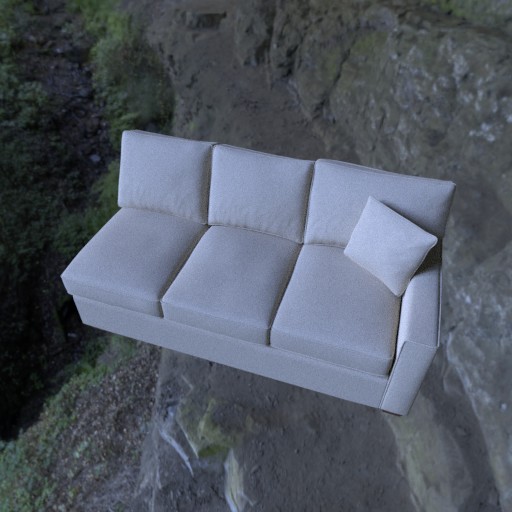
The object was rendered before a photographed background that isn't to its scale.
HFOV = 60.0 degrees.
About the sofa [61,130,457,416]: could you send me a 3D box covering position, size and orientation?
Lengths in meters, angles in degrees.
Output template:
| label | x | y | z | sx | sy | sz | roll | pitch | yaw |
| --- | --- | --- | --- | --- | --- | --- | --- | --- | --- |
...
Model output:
| label | x | y | z | sx | sy | sz | roll | pitch | yaw |
| --- | --- | --- | --- | --- | --- | --- | --- | --- | --- |
| sofa | 0.000 | 0.000 | 2.546 | 1.963 | 0.946 | 1.034 | 13 | 43 | 14 |
